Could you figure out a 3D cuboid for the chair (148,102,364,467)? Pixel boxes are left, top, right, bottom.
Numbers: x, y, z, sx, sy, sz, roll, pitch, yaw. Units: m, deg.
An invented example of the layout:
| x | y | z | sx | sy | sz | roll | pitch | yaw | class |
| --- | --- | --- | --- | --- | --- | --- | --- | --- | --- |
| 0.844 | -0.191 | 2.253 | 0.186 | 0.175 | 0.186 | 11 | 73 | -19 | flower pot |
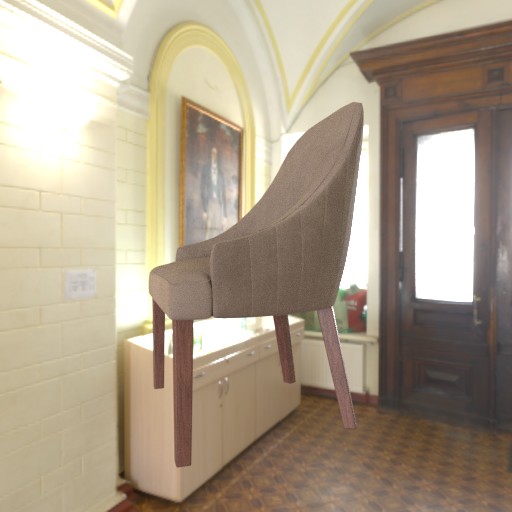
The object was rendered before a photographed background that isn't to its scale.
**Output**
| x | y | z | sx | sy | sz | roll | pitch | yaw | class |
| --- | --- | --- | --- | --- | --- | --- | --- | --- | --- |
| 0.000 | 0.000 | 1.298 | 0.575 | 0.889 | 0.643 | 0 | 0 | -17 | chair |
